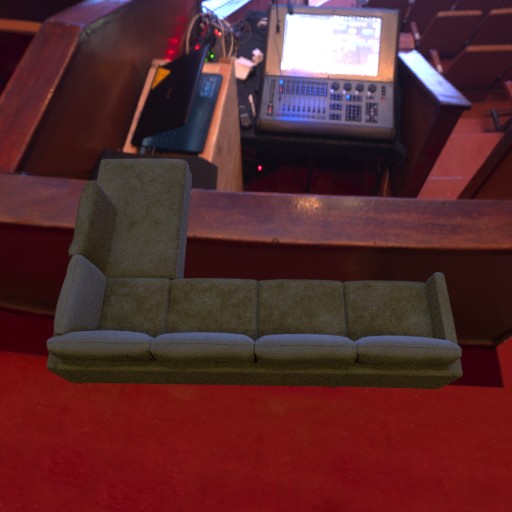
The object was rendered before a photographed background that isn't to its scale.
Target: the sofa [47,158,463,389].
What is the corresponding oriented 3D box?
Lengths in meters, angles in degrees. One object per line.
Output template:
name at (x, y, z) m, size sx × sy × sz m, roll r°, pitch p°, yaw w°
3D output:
sofa at (0.000, 0.000, 3.110) m, size 2.486 × 0.687 × 1.707 m, roll 1°, pitch 63°, yaw 0°
